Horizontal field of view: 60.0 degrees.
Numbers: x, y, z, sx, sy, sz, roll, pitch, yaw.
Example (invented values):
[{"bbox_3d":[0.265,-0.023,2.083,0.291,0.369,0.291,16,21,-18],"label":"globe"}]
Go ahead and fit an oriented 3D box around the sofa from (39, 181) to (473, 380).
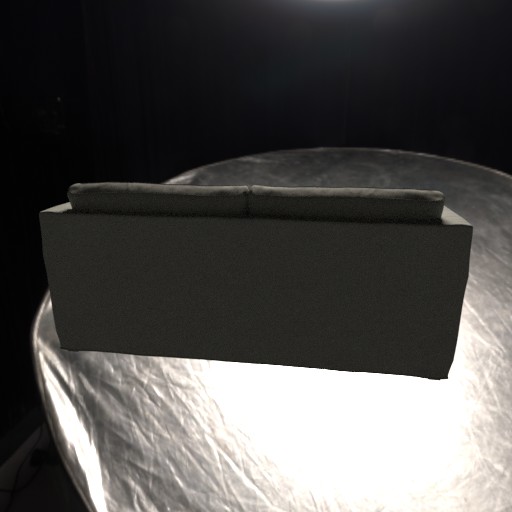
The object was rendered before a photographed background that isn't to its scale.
[{"bbox_3d":[0.000,0.000,2.470,1.987,0.870,0.940,3,17,8],"label":"sofa"}]
